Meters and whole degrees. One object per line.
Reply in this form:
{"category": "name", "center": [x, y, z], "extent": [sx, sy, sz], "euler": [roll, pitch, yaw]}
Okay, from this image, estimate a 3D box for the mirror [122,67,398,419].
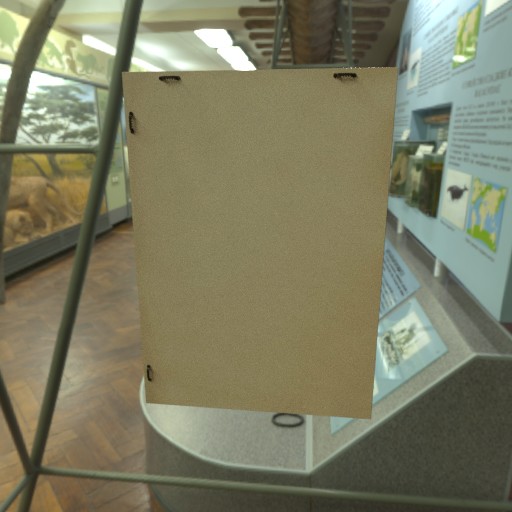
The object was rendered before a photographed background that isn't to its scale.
{"category": "mirror", "center": [0.000, 0.000, 0.913], "extent": [0.507, 0.710, 0.039], "euler": [2, 15, 7]}
